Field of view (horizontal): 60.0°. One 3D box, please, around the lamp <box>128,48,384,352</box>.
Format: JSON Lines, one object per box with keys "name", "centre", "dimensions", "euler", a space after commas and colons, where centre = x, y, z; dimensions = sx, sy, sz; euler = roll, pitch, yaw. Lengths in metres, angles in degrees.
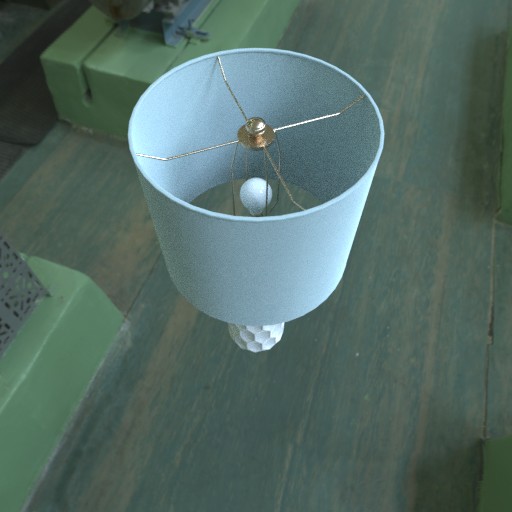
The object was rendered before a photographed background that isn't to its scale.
{"name": "lamp", "centre": [0.000, 0.000, 0.706], "dimensions": [0.277, 0.534, 0.277], "euler": [15, 58, 10]}
